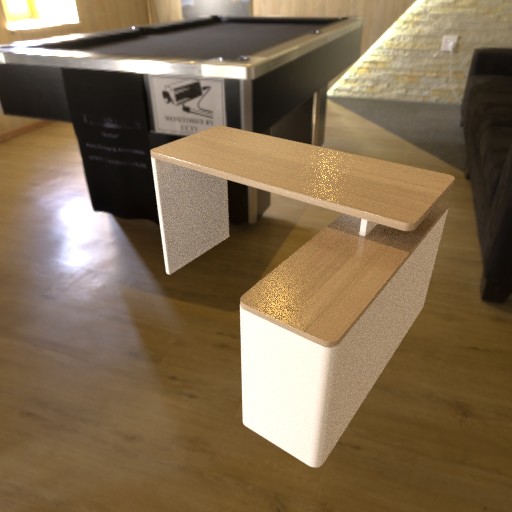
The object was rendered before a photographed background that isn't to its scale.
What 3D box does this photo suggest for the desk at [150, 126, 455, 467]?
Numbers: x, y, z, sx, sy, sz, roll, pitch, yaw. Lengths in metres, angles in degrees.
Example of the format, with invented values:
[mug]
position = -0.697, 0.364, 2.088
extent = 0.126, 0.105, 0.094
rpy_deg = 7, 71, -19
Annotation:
[desk]
position = 0.000, 0.000, 2.156
extent = 1.400, 0.770, 1.175
rpy_deg = 21, 38, 30
